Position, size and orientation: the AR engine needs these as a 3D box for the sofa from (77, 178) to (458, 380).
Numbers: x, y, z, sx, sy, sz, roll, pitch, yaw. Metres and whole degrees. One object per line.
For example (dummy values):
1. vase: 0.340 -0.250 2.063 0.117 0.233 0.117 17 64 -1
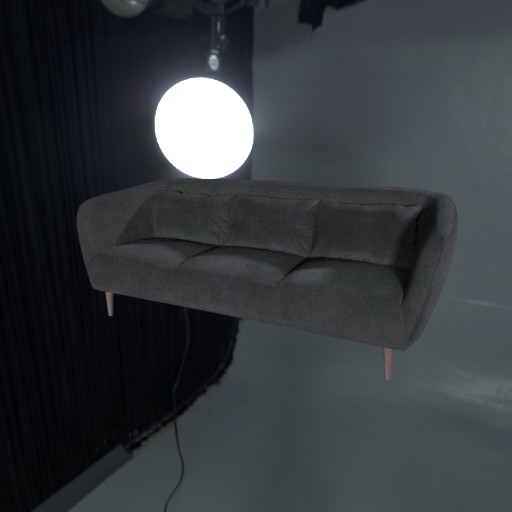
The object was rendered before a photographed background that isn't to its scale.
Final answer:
1. sofa: 0.000 0.000 2.795 2.296 0.875 0.956 7 16 26
